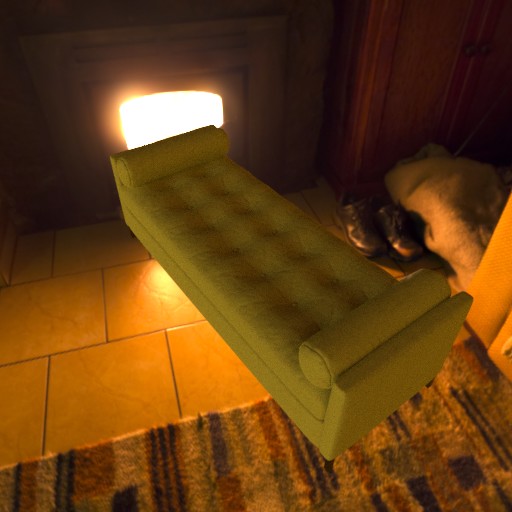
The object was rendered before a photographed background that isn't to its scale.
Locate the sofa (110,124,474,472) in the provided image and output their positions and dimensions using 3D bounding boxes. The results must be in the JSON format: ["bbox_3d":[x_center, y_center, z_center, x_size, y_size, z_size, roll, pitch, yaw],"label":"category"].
[{"bbox_3d":[0.000,0.000,2.513,0.796,0.705,2.102,-26,48,-26],"label":"sofa"}]
